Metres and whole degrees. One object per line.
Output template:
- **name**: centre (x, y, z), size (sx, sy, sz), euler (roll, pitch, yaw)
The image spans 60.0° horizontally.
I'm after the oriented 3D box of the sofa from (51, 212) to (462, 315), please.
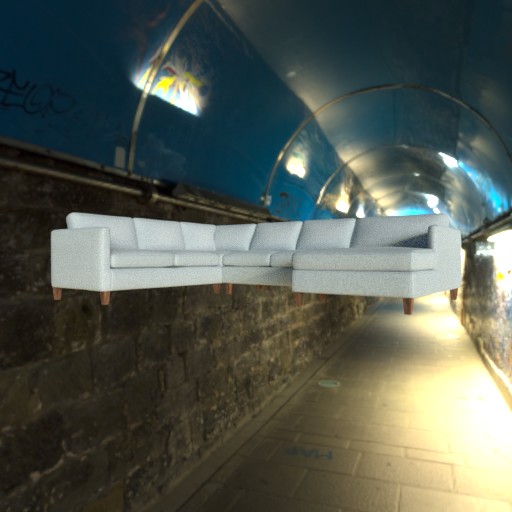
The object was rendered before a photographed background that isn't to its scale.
- **sofa**: centre (0.000, 0.000, 4.510), size (3.403, 0.889, 2.551), euler (0, 0, 37)
